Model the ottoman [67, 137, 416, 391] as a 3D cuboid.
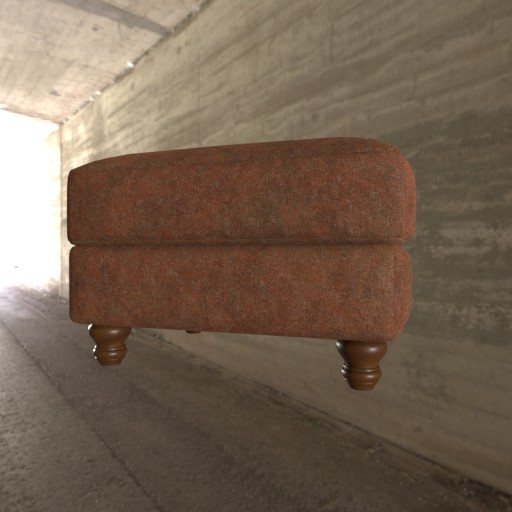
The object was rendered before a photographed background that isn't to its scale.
[{"bbox_3d":[0.000,0.000,1.161,0.787,0.508,0.635,0,0,18],"label":"ottoman"}]
